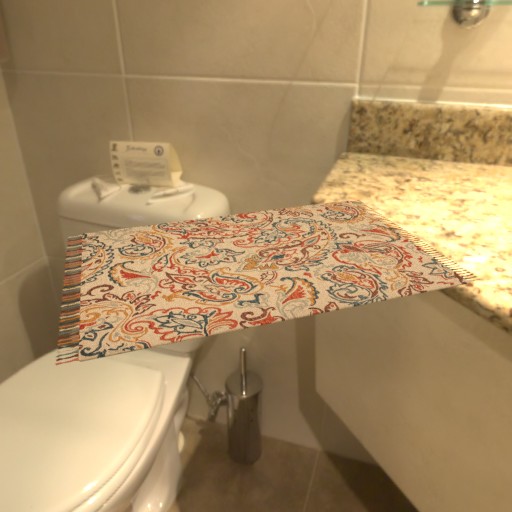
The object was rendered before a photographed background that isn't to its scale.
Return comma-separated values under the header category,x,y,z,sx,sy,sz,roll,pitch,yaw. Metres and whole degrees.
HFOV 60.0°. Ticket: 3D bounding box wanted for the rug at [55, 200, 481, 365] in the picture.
category,x,y,z,sx,sy,sz,roll,pitch,yaw
rug,0.000,0.000,2.450,1.997,0.010,1.218,-9,29,-16
